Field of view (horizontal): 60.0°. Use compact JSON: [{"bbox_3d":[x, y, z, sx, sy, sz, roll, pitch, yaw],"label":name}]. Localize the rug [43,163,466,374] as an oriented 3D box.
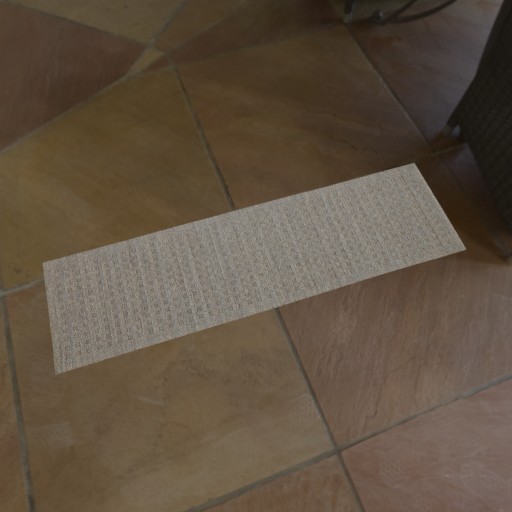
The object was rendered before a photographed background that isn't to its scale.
[{"bbox_3d":[0.000,0.000,2.647,2.437,0.005,0.688,-16,64,-8],"label":"rug"}]
